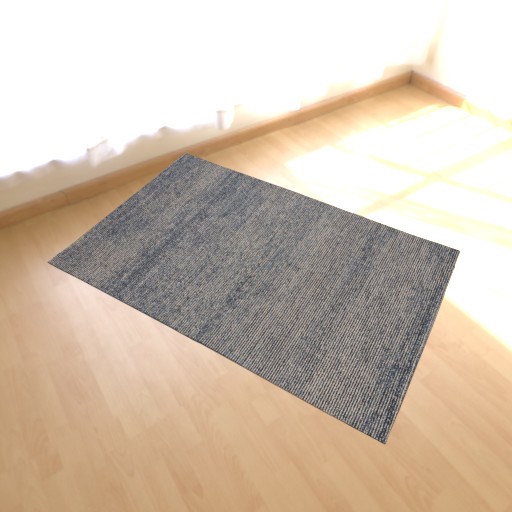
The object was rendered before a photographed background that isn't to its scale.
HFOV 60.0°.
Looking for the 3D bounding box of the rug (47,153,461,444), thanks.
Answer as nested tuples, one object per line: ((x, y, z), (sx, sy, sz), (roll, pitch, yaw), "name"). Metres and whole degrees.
((0.000, 0.000, 2.270), (1.793, 0.025, 1.159), (23, 50, 21), "rug")
